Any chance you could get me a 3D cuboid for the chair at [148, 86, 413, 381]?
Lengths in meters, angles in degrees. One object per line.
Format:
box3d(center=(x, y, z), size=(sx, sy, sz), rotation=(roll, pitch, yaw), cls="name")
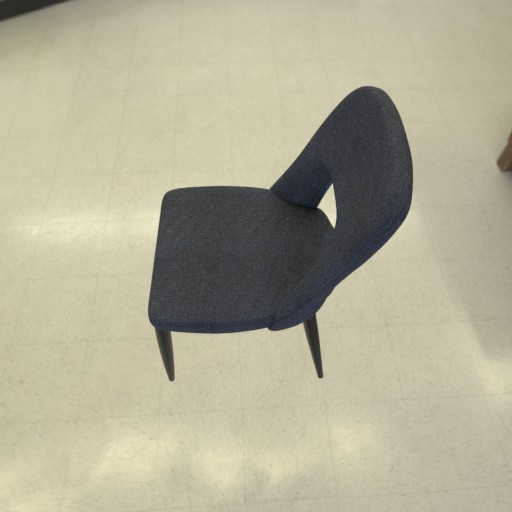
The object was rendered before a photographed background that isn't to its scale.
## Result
box3d(center=(0.000, 0.000, 1.274), size=(0.612, 0.931, 0.470), rotation=(-1, 57, 0), cls="chair")
